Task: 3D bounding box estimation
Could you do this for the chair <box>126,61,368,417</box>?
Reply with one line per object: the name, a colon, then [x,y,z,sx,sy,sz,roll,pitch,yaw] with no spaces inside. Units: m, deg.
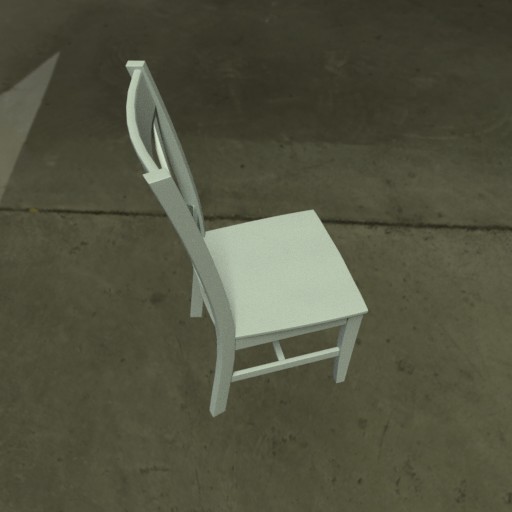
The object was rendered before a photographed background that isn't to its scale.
chair: [0.000,0.000,1.286,0.542,0.983,0.485,-11,48,-10]
